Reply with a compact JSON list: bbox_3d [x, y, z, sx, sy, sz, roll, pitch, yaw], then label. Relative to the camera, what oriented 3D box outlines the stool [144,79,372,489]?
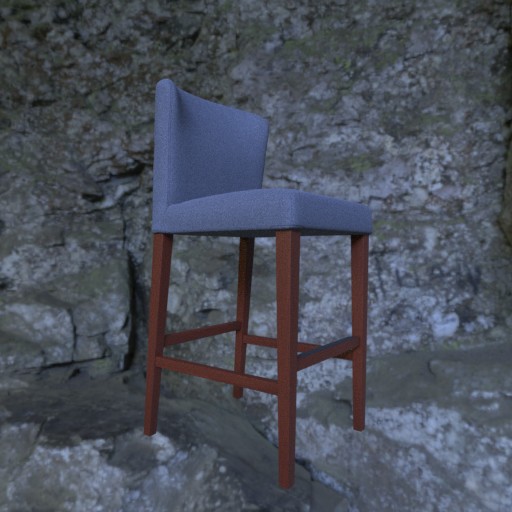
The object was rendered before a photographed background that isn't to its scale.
[{"bbox_3d":[0.000,0.000,1.340,0.568,1.069,0.481,1,1,37],"label":"stool"}]
